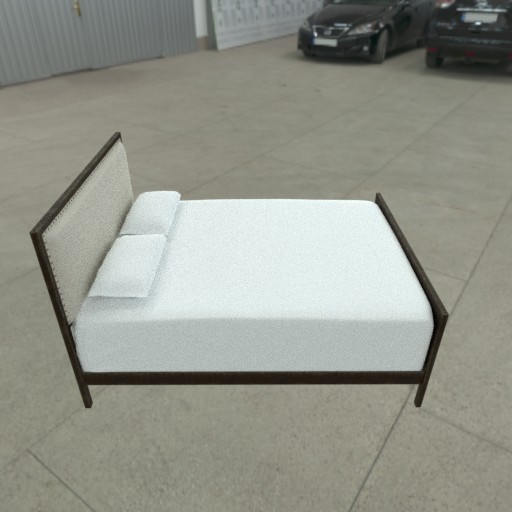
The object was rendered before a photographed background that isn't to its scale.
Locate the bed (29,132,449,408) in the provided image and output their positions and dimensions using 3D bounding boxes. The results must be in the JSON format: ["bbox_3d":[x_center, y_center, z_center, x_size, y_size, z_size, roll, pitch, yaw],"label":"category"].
[{"bbox_3d":[0.000,0.000,3.197,2.221,1.313,1.607,0,33,0],"label":"bed"}]
